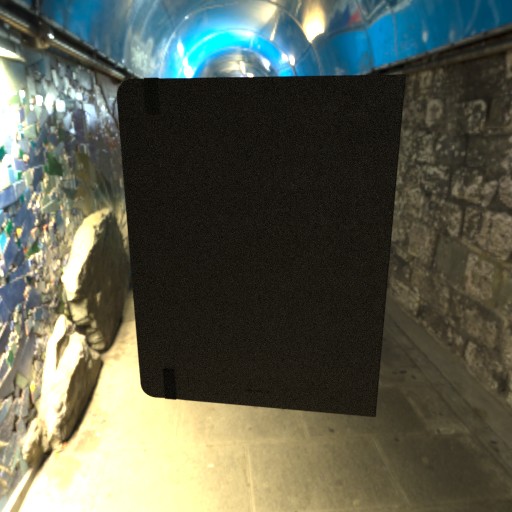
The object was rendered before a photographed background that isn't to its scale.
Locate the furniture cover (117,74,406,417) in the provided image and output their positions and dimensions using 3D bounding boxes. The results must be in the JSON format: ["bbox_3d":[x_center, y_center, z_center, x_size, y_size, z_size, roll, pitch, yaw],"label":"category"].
[{"bbox_3d":[0.000,0.000,0.374,0.216,0.281,0.023,2,16,8],"label":"furniture cover"}]
